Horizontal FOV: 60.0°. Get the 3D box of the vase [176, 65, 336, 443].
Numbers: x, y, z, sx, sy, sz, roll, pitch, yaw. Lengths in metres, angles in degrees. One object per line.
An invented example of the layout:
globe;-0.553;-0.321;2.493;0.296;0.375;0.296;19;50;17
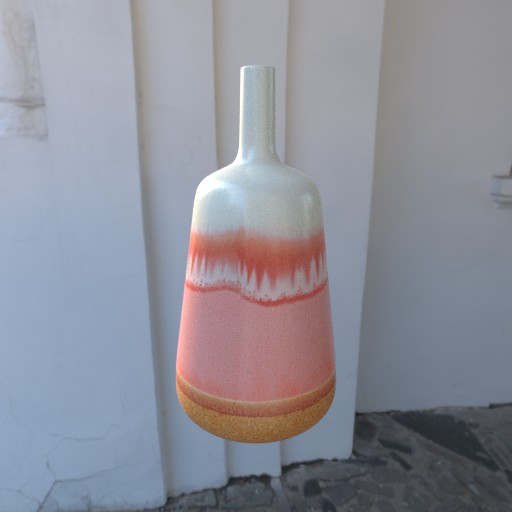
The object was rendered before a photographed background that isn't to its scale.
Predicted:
vase;0.000;0.000;0.376;0.144;0.296;0.144;0;15;0
